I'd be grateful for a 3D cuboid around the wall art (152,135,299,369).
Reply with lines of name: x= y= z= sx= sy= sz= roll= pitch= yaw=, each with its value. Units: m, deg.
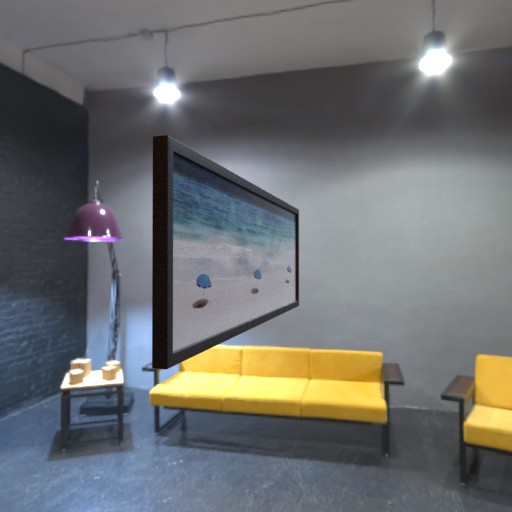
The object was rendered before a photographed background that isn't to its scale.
wall art: x=0.000 y=0.000 z=1.806 sx=0.041 sy=0.554 sz=1.572 roll=0 pitch=-1 yaw=17
